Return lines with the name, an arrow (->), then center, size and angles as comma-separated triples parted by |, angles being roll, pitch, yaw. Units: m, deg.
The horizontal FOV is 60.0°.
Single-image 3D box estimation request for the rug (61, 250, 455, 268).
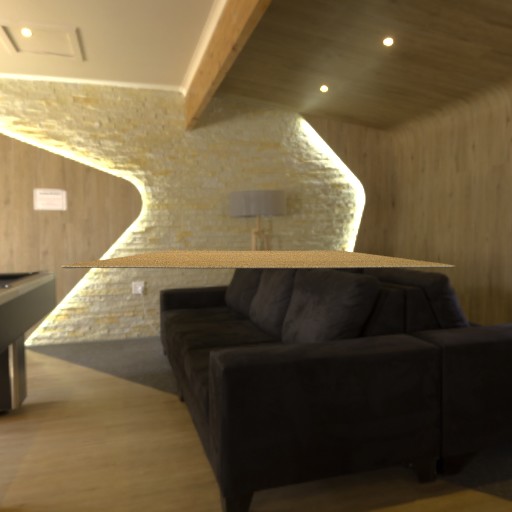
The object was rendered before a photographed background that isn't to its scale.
rug -> 0.000, 0.000, 5.083 | 2.782, 0.025, 3.935 | 0, 2, -1
